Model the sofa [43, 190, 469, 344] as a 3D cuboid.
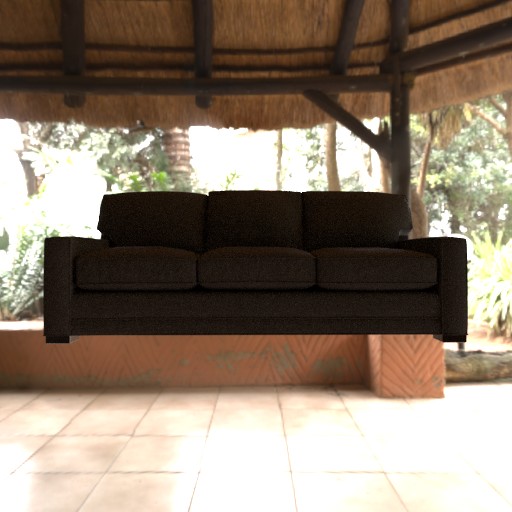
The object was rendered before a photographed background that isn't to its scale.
[{"bbox_3d":[0.000,0.000,2.946,2.369,0.978,1.004,0,0,-1],"label":"sofa"}]
